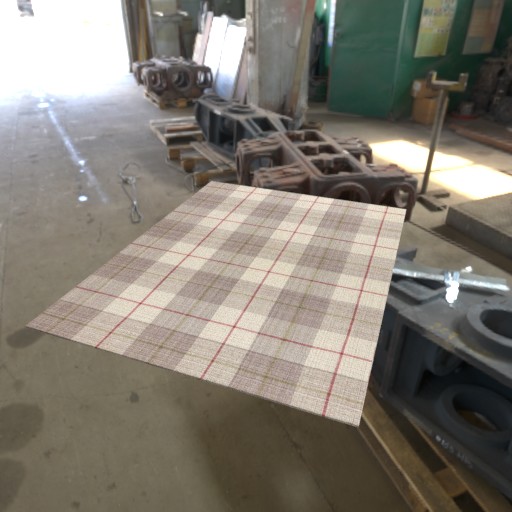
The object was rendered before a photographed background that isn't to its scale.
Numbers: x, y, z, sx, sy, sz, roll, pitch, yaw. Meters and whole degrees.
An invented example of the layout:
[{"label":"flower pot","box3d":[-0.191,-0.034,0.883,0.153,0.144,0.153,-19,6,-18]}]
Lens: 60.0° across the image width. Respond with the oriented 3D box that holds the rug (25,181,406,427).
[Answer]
[{"label":"rug","box3d":[0.000,0.000,3.928,2.317,0.016,2.959,11,33,18]}]
